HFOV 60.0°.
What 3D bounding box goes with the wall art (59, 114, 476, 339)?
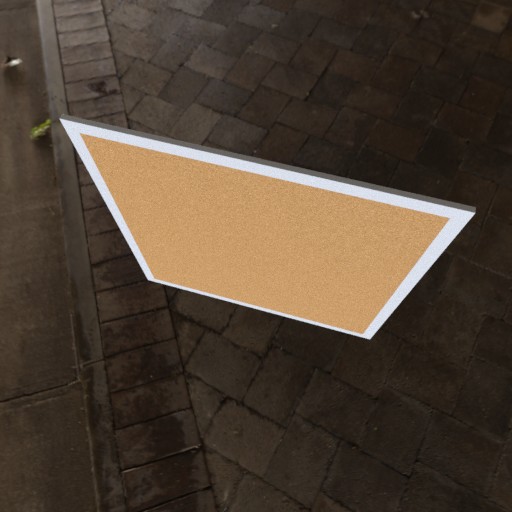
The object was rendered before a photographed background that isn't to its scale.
[{"bbox_3d":[0.000,0.000,1.201,0.812,0.813,0.013,14,64,7],"label":"wall art"}]
